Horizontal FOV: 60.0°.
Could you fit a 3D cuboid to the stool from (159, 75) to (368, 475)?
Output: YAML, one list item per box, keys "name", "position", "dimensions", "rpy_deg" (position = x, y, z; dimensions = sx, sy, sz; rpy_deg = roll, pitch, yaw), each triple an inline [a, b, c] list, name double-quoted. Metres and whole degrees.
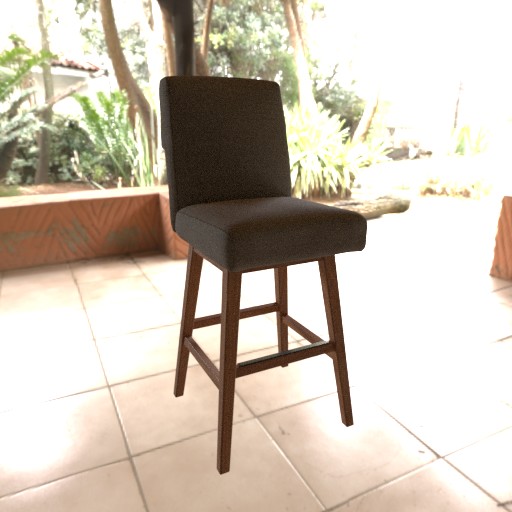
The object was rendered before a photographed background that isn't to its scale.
- name: "stool"
  position: [0.000, 0.000, 1.421]
  dimensions: [0.483, 1.112, 0.570]
  rpy_deg: [-8, 19, -26]
